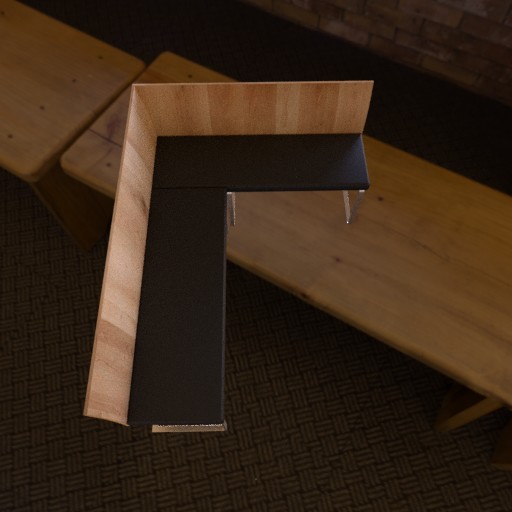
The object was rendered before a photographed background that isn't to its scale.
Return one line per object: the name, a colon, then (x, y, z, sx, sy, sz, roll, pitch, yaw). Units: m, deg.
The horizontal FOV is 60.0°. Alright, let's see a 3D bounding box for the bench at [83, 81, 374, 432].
bench: (0.000, 0.000, 2.727, 1.495, 0.930, 1.945, -1, 63, 0)
